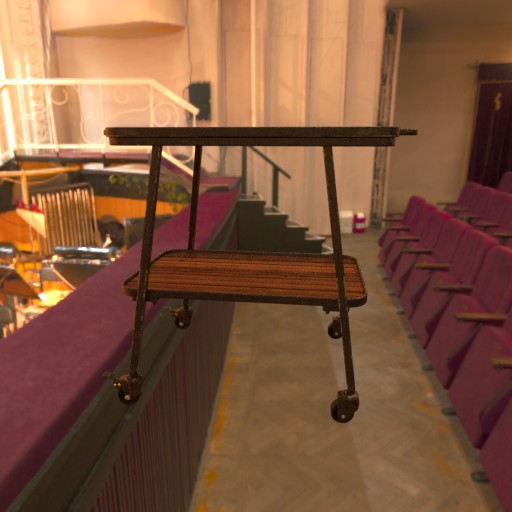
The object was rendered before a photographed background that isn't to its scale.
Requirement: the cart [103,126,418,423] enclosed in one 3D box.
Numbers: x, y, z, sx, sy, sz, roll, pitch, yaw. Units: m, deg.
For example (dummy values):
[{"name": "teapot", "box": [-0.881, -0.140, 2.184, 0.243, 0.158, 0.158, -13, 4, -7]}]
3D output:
[{"name": "cart", "box": [0.000, 0.000, 1.265, 0.806, 0.700, 0.515, 2, 15, 8]}]
